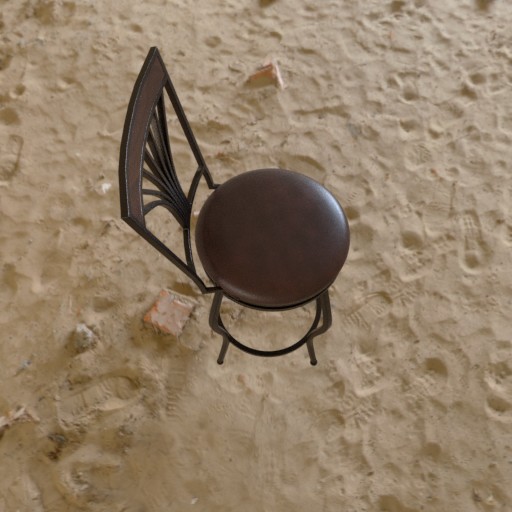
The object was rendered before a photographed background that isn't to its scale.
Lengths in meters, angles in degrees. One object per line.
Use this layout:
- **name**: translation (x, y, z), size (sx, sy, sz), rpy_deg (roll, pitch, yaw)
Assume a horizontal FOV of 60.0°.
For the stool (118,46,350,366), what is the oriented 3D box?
- **stool**: translation (0.000, 0.000, 1.345), size (0.514, 1.117, 0.433), rpy_deg (0, 63, 0)
